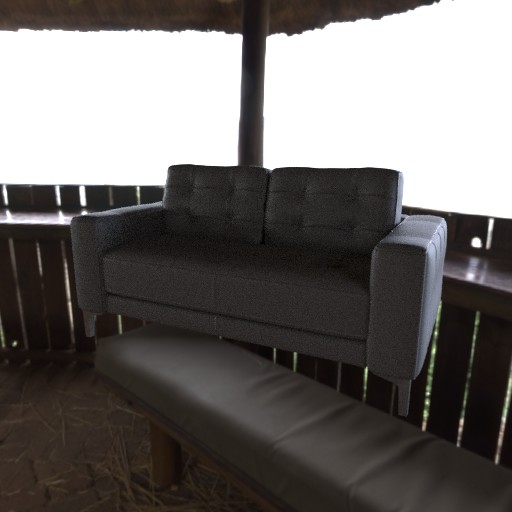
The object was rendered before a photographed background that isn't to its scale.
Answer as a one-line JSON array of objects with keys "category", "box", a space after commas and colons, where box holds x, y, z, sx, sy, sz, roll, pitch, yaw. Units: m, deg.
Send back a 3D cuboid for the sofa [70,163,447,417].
[{"category": "sofa", "box": [0.000, 0.000, 2.242, 1.726, 0.892, 0.833, 7, 15, 26]}]
